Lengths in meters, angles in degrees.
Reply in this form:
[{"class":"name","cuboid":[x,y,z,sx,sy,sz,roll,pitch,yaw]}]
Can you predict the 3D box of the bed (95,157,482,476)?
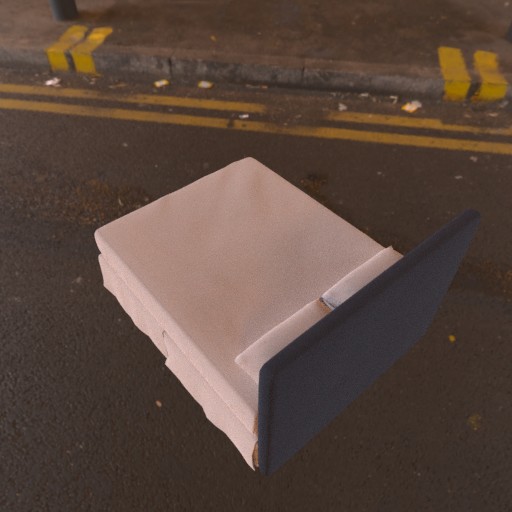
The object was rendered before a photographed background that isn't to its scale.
[{"class":"bed","cuboid":[0.000,0.000,3.221,1.713,1.330,2.162,-31,54,-26]}]
